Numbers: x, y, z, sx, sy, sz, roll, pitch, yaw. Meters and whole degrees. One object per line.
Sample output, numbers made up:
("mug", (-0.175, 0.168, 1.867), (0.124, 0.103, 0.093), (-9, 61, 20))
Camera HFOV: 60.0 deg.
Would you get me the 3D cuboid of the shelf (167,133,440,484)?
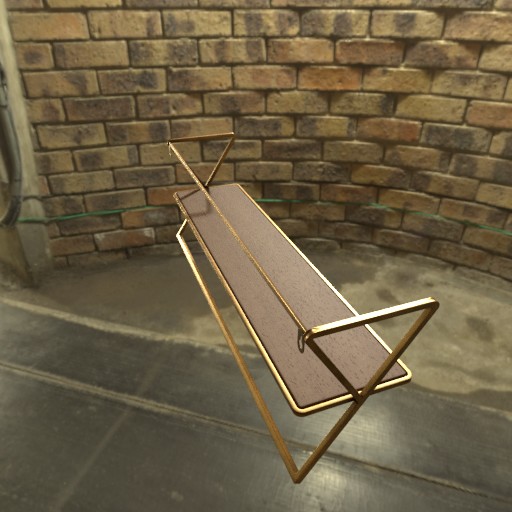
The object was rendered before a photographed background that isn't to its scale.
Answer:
("shelf", (0.000, 0.000, 0.735), (0.150, 0.229, 0.645), (-11, 33, -18))
